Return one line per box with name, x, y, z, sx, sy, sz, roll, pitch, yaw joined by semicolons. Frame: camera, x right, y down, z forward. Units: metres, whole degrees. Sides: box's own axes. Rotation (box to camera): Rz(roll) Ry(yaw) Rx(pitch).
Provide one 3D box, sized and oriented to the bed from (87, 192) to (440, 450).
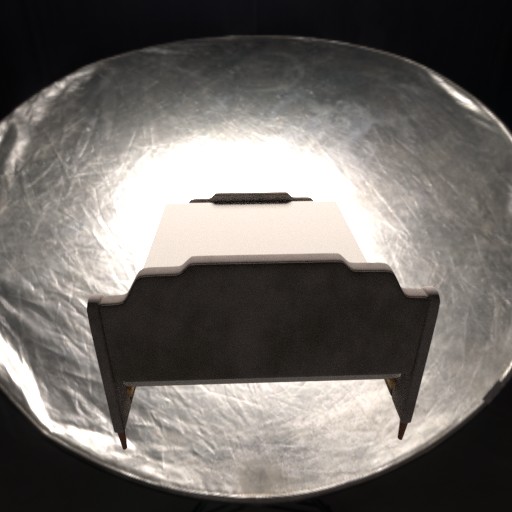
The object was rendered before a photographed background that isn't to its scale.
bed;0.000;0.000;3.280;1.676;1.245;2.340;-1;29;-2
